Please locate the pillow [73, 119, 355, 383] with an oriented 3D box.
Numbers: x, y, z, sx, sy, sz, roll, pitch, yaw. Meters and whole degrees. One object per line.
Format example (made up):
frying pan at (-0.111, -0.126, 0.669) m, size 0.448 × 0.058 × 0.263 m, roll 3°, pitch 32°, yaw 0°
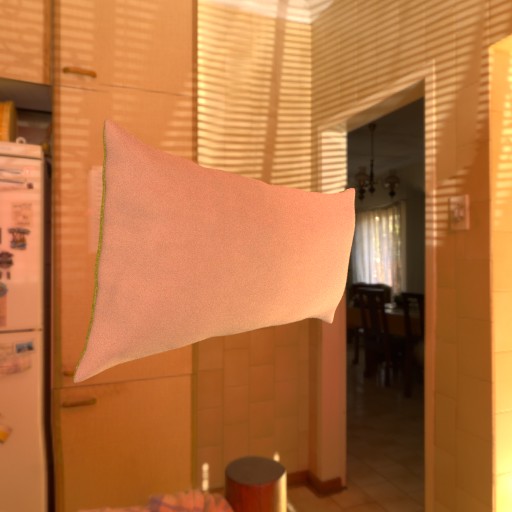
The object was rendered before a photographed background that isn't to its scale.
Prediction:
pillow at (0.000, 0.000, 0.722) m, size 0.156 × 0.292 × 0.608 m, roll 0°, pitch -1°, yaw 37°
